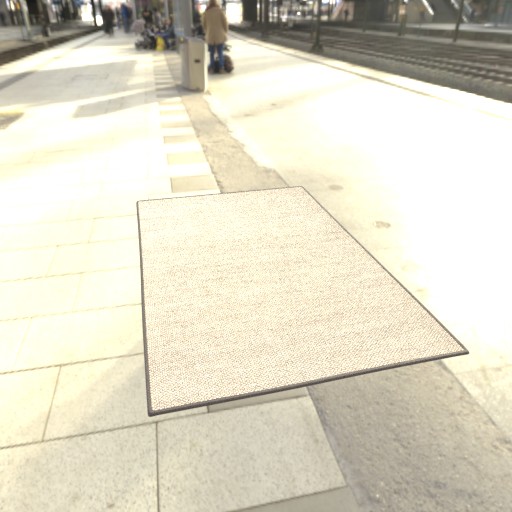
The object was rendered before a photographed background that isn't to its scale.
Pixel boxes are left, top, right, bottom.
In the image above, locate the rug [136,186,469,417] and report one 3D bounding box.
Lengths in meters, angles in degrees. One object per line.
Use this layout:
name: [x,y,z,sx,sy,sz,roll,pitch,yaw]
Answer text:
rug: [0.000,0.000,2.083,1.067,0.013,1.676,-7,30,-13]
